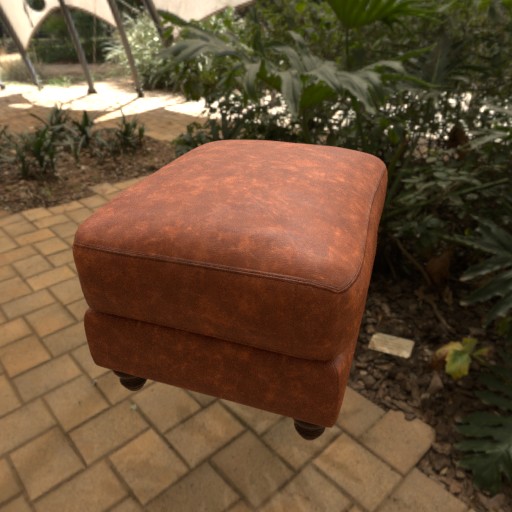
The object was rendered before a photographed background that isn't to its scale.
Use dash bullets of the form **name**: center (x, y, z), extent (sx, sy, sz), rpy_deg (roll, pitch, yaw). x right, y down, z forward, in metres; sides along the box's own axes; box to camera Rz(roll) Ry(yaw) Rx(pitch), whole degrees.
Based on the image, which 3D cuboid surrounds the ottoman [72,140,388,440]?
- **ottoman**: center (0.000, 0.000, 1.277), extent (0.657, 0.562, 0.832), rpy_deg (9, 31, 16)
